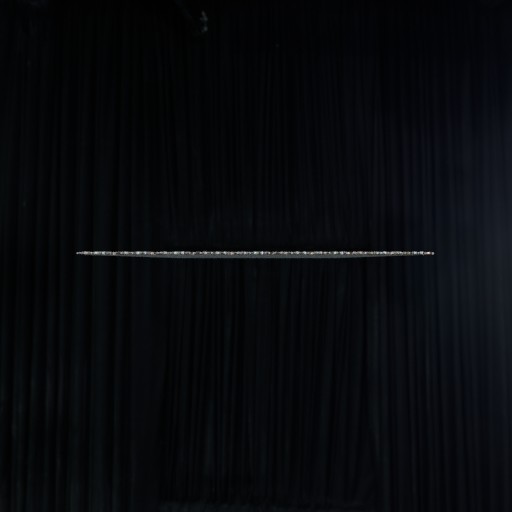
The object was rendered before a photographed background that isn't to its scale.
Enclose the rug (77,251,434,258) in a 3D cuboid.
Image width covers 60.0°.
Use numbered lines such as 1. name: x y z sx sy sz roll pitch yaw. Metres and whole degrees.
1. rug: 0.000 0.000 2.529 1.237 0.010 2.029 0 -1 0
